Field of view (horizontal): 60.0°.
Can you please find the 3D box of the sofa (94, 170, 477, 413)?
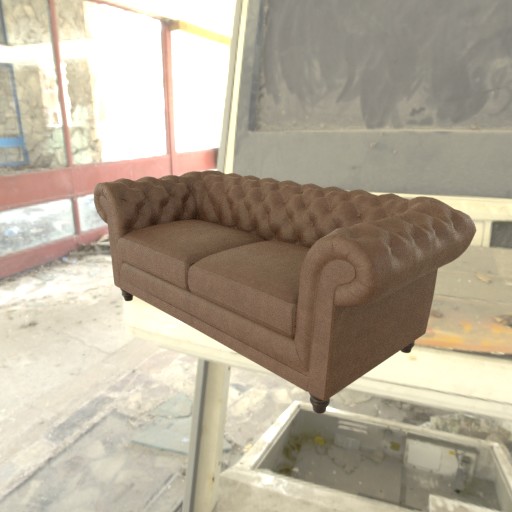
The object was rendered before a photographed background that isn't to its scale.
[{"bbox_3d":[0.000,0.000,2.475,0.955,0.784,2.048,-16,23,-41],"label":"sofa"}]
